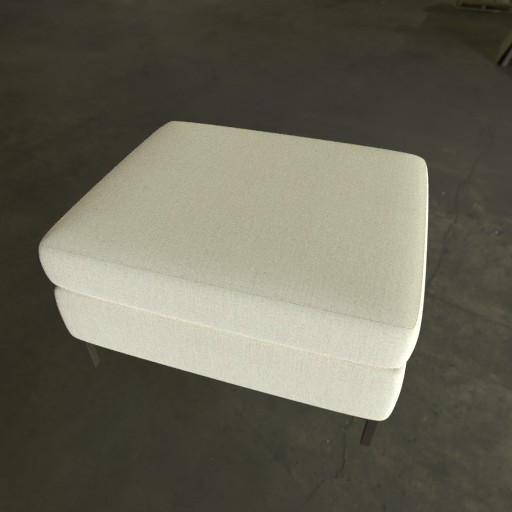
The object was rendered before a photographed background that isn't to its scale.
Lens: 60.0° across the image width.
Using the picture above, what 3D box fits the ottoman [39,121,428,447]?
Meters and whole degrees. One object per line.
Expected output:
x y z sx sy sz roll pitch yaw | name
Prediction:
0.000 0.000 1.166 0.794 0.453 0.657 12 42 13 | ottoman
